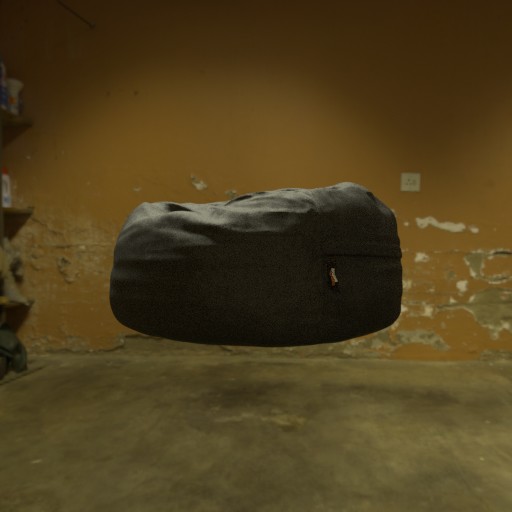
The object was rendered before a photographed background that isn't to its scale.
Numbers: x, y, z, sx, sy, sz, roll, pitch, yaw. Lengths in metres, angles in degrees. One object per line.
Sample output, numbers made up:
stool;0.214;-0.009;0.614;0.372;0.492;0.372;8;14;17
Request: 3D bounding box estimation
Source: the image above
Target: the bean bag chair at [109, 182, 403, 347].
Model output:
bean bag chair;0.000;0.000;2.437;1.525;0.751;1.525;0;0;0
